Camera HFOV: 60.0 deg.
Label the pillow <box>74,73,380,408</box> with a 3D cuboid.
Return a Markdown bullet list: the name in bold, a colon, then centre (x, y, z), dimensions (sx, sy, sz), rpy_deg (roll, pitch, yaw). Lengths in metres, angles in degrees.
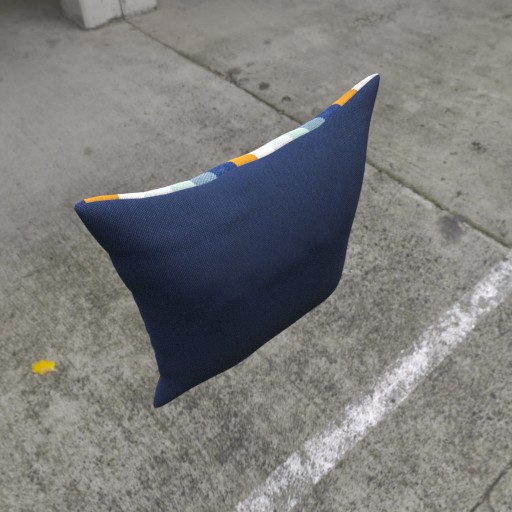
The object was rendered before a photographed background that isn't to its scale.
- **pillow**: centre (0.000, 0.000, 0.699), dimensions (0.463, 0.454, 0.173), rpy_deg (-31, 54, -26)
